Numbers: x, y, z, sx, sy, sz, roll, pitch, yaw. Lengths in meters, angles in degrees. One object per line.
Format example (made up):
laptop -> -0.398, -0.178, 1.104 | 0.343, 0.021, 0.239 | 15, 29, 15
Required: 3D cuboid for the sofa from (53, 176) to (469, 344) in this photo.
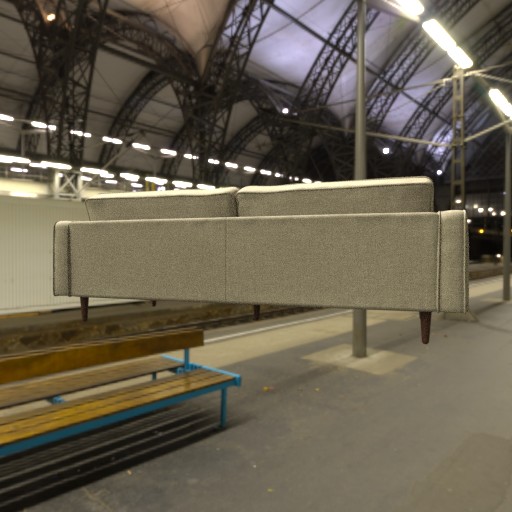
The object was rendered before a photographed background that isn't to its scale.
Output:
sofa -> 0.000, 0.000, 2.618 | 2.211, 0.762, 0.914 | 0, 1, 19
